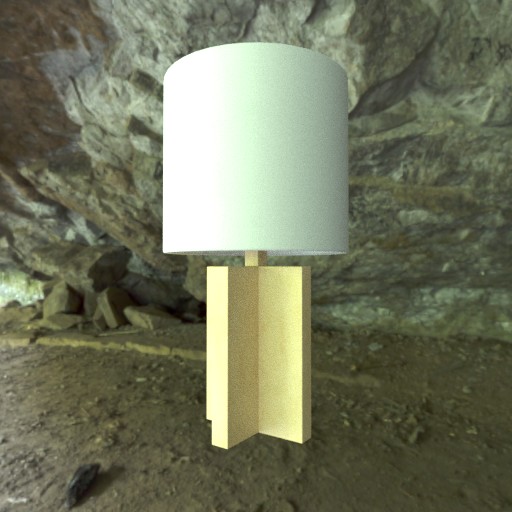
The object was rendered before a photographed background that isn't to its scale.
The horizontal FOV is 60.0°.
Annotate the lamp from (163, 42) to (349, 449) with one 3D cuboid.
[{"bbox_3d":[0.000,0.000,0.557,0.229,0.428,0.229,-1,-2,35],"label":"lamp"}]
